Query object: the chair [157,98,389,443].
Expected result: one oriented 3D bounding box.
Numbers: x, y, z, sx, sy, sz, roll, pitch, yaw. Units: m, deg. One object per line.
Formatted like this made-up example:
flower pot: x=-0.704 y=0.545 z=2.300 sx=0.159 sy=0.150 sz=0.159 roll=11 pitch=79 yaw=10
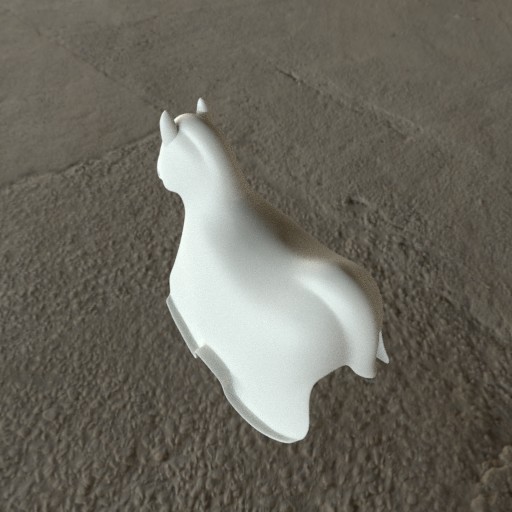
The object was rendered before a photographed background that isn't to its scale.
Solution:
chair: x=0.000 y=0.000 z=1.128 sx=0.429 sy=0.612 sz=0.800 roll=-31 pitch=53 yaw=-27
